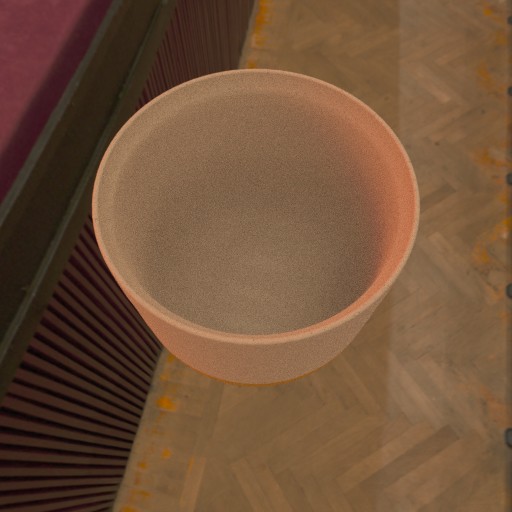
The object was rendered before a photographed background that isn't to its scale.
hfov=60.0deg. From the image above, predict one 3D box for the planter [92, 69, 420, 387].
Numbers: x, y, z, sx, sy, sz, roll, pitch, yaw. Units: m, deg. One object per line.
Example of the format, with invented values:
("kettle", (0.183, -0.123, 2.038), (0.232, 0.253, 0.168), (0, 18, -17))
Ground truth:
("planter", (0.000, 0.000, 0.483), (0.268, 0.270, 0.268), (0, 64, 0))
